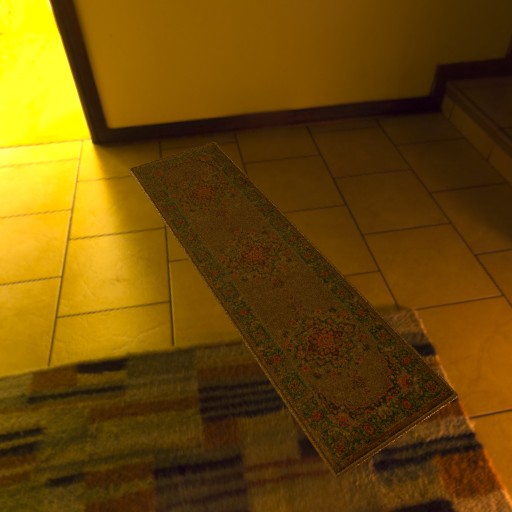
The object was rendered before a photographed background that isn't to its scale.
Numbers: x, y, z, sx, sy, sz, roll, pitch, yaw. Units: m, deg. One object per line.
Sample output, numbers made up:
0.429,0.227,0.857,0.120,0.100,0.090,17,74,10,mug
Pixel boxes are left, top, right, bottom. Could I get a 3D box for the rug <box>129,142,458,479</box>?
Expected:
0.000,0.000,2.456,0.659,0.019,2.297,-23,51,-21,rug
